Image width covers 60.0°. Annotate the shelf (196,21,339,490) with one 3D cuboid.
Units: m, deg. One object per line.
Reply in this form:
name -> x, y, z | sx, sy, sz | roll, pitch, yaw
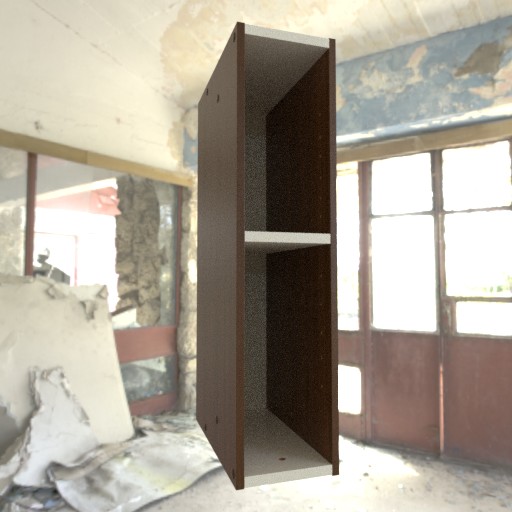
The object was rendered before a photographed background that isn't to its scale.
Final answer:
shelf -> 0.000, 0.000, 0.726 | 0.147, 0.600, 0.290 | 1, -3, -18
